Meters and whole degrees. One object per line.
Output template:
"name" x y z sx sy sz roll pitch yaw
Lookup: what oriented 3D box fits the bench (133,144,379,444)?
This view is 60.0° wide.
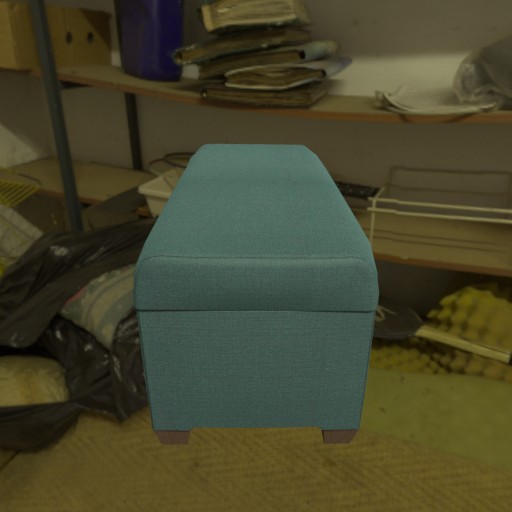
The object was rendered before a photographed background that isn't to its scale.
"bench" 0.000 0.000 1.290 0.476 0.474 0.995 0 25 0
